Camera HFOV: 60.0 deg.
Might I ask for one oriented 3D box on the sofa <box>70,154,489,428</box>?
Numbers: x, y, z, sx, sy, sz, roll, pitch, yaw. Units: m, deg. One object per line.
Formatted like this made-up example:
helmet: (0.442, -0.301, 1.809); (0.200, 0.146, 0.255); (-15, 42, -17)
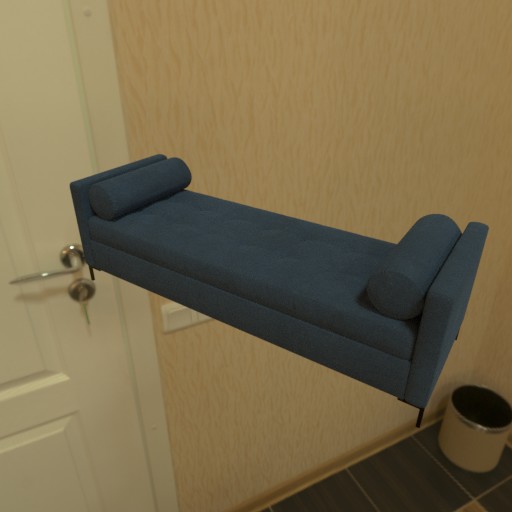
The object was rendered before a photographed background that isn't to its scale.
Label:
sofa: (0.000, 0.000, 2.291); (1.981, 0.635, 0.686); (18, 33, 29)
